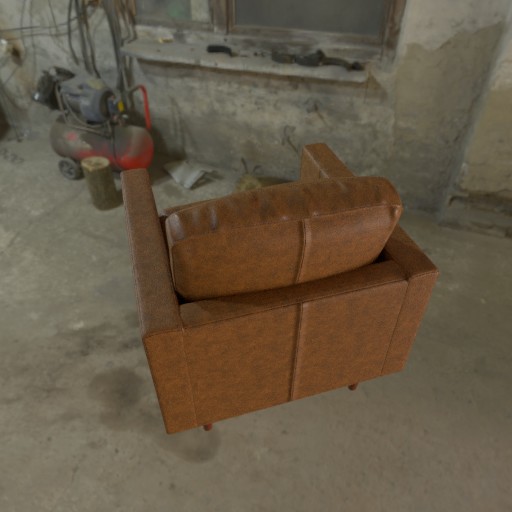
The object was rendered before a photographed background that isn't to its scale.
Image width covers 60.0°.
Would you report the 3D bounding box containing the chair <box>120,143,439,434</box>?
[{"bbox_3d":[0.000,0.000,1.697,0.890,0.956,0.909,-11,42,-13],"label":"chair"}]
